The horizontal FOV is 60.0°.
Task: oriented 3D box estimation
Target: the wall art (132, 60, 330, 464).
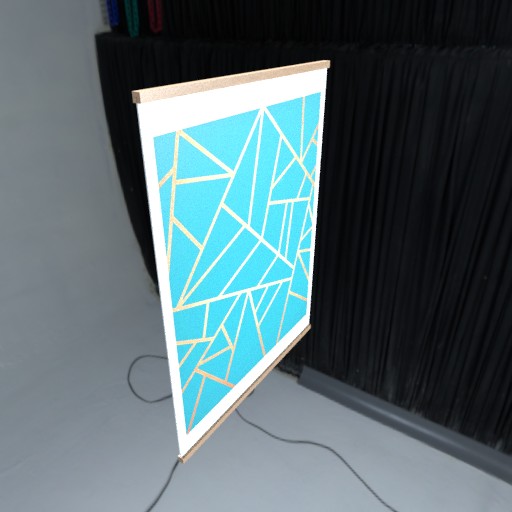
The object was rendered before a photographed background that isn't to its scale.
[{"bbox_3d":[0.000,0.000,0.789,0.012,0.608,0.459,18,33,30],"label":"wall art"}]
